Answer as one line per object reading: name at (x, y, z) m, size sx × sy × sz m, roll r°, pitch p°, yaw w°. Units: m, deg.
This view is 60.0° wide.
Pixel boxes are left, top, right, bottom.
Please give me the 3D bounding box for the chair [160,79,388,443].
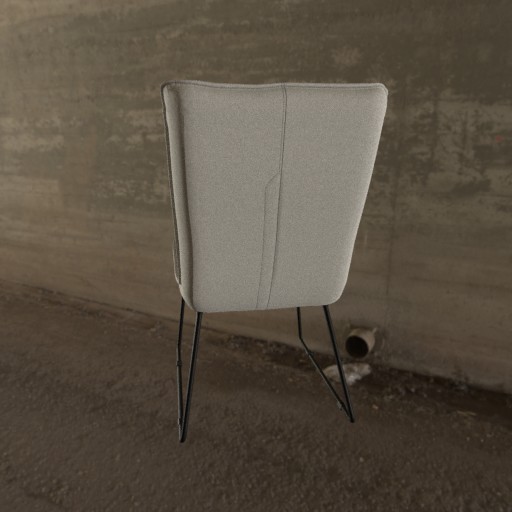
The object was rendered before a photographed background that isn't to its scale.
chair at (0.000, 0.000, 1.353) m, size 0.515 × 0.930 × 0.688 m, roll -3°, pitch 15°, yaw -10°
